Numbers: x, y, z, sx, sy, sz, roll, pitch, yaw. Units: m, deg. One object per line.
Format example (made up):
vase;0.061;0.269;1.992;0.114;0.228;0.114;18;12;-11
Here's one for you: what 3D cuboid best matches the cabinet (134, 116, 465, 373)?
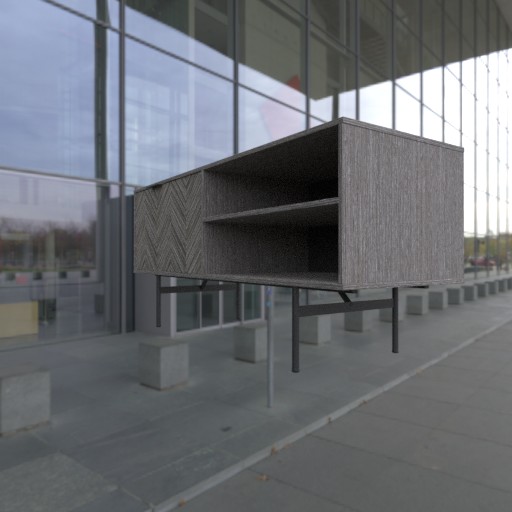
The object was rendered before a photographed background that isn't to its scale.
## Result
cabinet;0.000;0.000;1.616;0.500;0.599;1.300;0;0;-35
